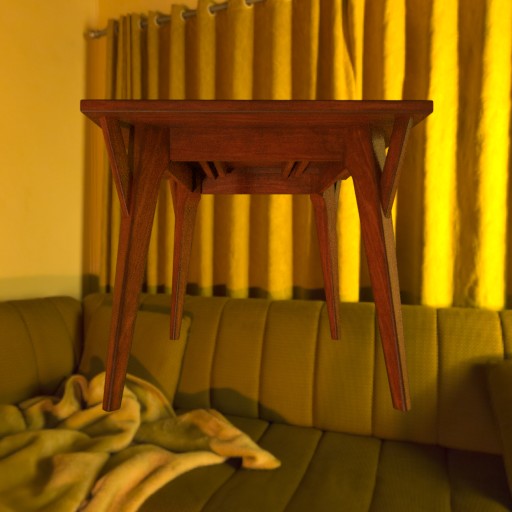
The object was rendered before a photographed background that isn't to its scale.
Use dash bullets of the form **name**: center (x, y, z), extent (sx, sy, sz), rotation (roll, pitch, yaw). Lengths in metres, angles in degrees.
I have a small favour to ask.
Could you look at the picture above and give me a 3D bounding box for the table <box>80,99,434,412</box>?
- **table**: center (0.000, 0.000, 1.549), extent (0.838, 0.761, 0.991), rotation (0, 1, 0)
